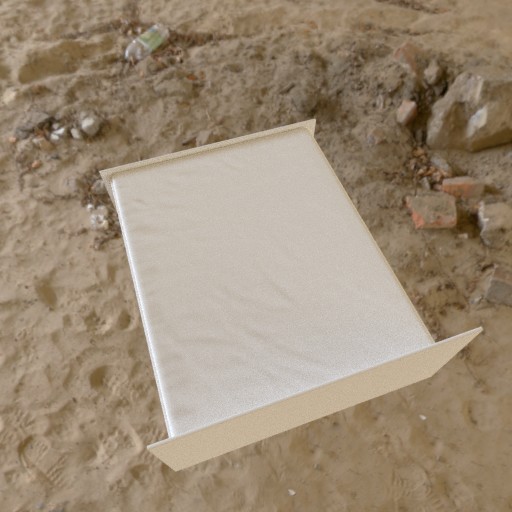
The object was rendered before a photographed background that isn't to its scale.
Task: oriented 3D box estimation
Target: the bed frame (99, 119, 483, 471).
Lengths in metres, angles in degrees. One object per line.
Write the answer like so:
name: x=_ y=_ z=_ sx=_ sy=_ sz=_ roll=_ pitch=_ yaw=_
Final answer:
bed frame: x=0.000 y=0.000 z=2.948 sx=1.720 sy=0.800 sz=2.060 roll=-16 pitch=59 yaw=-10
